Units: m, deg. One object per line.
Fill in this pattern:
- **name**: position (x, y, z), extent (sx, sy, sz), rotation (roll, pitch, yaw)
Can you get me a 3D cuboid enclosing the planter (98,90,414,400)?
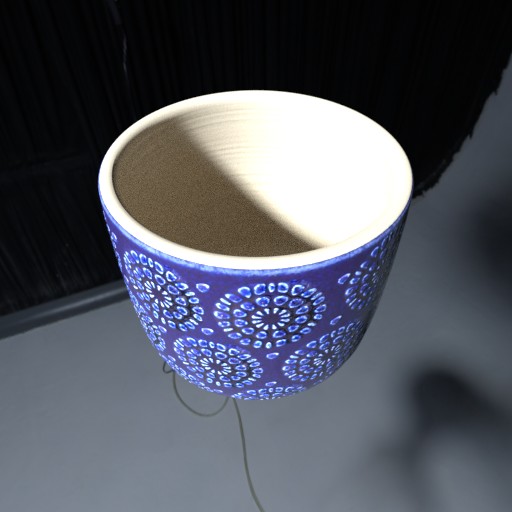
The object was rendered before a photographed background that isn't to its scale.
- **planter**: position (0.000, 0.000, 0.287), extent (0.165, 0.149, 0.165), rotation (0, 45, 0)
